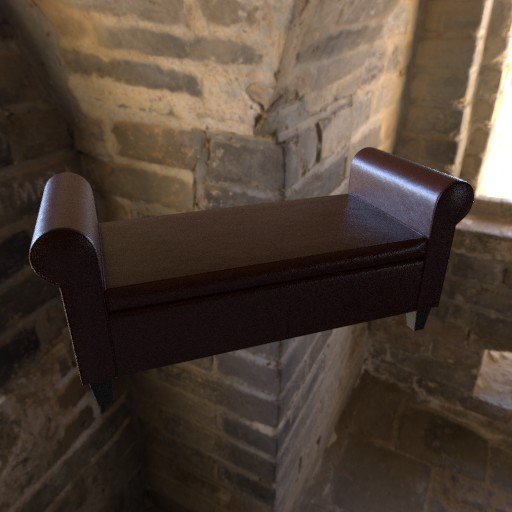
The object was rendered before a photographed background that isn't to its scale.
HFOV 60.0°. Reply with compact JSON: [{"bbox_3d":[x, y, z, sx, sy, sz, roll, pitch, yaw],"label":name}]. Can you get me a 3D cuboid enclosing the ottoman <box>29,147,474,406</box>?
[{"bbox_3d":[0.000,0.000,1.484,1.256,0.547,0.521,-9,27,-17],"label":"ottoman"}]
